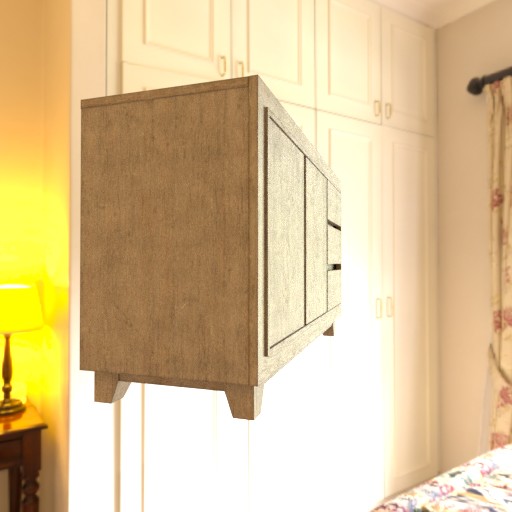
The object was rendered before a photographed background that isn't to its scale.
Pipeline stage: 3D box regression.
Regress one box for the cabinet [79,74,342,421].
[{"bbox_3d":[0.000,0.000,1.800,0.511,0.825,1.460,0,-1,18],"label":"cabinet"}]
